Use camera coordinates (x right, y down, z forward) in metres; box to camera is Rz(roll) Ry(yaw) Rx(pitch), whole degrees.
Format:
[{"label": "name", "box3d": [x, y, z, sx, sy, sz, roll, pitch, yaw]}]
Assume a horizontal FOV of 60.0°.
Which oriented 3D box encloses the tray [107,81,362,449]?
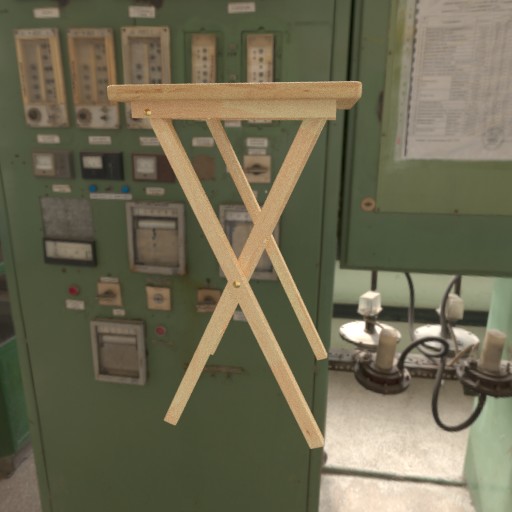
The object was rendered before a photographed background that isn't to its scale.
[{"label": "tray", "box3d": [0.000, 0.000, 0.960, 0.381, 0.660, 0.483, 3, 17, 9]}]
